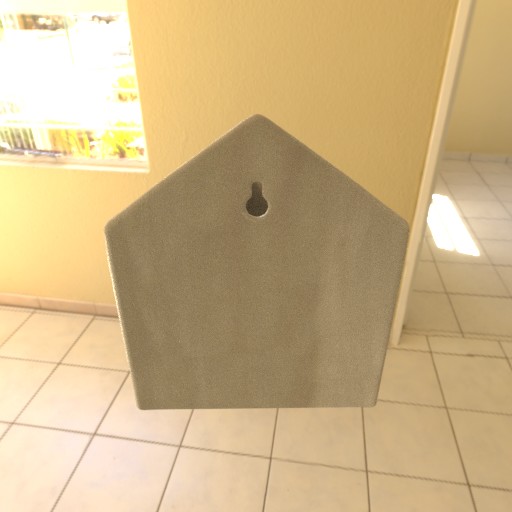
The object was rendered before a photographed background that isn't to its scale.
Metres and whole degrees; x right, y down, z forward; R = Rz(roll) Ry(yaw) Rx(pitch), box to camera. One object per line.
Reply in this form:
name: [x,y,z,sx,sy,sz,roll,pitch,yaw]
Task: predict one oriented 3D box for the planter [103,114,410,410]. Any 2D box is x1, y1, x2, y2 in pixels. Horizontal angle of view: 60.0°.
planter: [0.000,0.000,0.283,0.163,0.194,0.080,0,30,-1]
